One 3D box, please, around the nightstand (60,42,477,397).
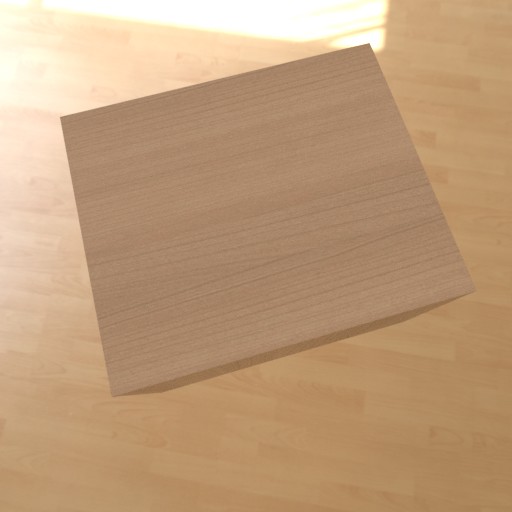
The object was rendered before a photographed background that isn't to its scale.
[{"bbox_3d":[0.000,0.000,0.827,0.450,0.530,0.380,-15,74,-4],"label":"nightstand"}]
